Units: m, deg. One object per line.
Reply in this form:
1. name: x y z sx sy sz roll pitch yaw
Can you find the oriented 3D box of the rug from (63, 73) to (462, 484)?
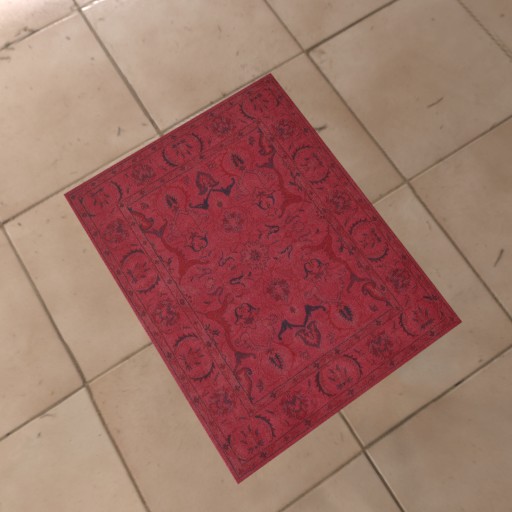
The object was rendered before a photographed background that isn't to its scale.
1. rug: 0.000 0.000 3.931 2.300 0.012 2.929 -33 79 -7
